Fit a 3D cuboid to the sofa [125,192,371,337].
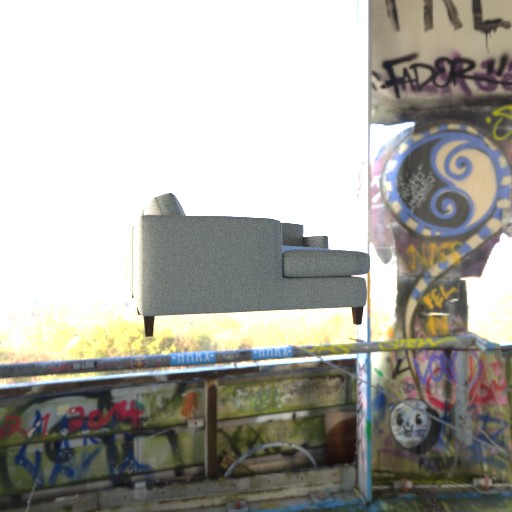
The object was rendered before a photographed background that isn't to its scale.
[{"bbox_3d":[0.000,0.000,4.698,2.593,0.959,3.460,0,1,-18],"label":"sofa"}]
